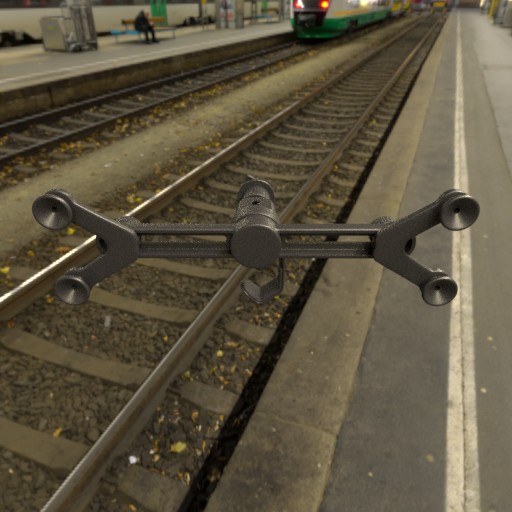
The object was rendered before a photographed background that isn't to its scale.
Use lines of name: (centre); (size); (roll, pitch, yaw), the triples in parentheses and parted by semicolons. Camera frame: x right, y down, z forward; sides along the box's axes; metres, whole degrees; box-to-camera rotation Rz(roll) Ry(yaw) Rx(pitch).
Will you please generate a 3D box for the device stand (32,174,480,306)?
device stand: (0.000, 0.000, 0.364); (0.270, 0.166, 0.142); (0, 30, 0)
